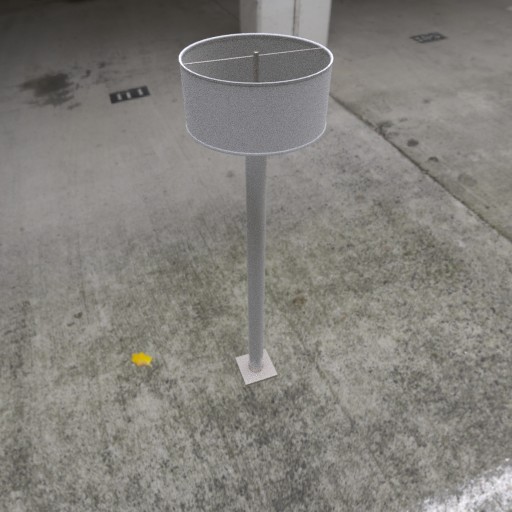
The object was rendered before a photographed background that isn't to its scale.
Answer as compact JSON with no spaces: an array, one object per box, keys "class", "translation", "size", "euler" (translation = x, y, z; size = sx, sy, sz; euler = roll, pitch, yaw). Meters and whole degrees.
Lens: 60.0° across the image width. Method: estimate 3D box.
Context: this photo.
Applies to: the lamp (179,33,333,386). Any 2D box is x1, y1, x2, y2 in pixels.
[{"class":"lamp","translation":[0.000,0.000,1.688],"size":[0.420,1.475,0.420],"euler":[-14,43,-15]}]
